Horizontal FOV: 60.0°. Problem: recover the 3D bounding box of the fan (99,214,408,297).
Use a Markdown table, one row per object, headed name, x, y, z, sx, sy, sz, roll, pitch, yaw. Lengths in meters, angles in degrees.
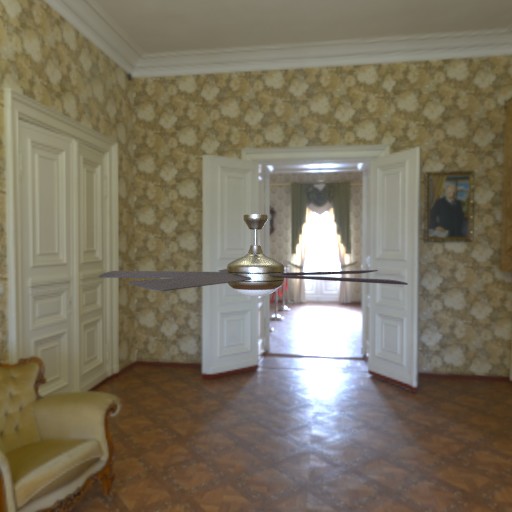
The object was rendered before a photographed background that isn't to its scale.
| name | x | y | z | sx | sy | sz | roll | pitch | yaw |
| --- | --- | --- | --- | --- | --- | --- | --- | --- | --- |
| fan | 0.000 | 0.000 | 1.934 | 1.321 | 0.356 | 1.321 | 0 | 1 | -38 |
